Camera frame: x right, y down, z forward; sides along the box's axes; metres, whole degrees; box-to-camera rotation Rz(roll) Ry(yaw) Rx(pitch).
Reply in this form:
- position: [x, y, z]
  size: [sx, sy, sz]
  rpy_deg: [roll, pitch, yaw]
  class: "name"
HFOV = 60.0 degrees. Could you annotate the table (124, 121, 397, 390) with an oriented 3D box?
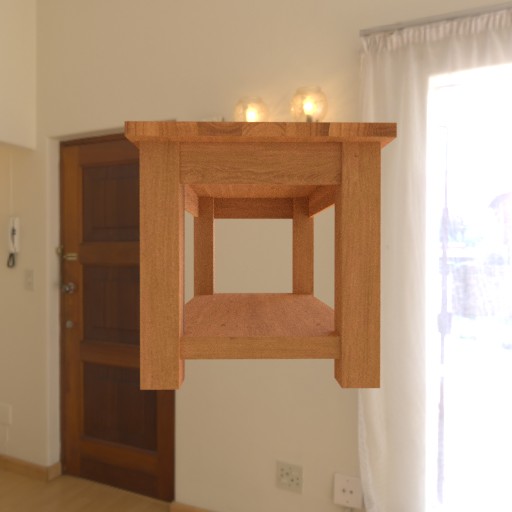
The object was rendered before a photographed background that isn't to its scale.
- position: [0.000, 0.000, 1.182]
  size: [0.450, 0.452, 0.899]
  rpy_deg: [0, 1, -1]
  class: "table"
